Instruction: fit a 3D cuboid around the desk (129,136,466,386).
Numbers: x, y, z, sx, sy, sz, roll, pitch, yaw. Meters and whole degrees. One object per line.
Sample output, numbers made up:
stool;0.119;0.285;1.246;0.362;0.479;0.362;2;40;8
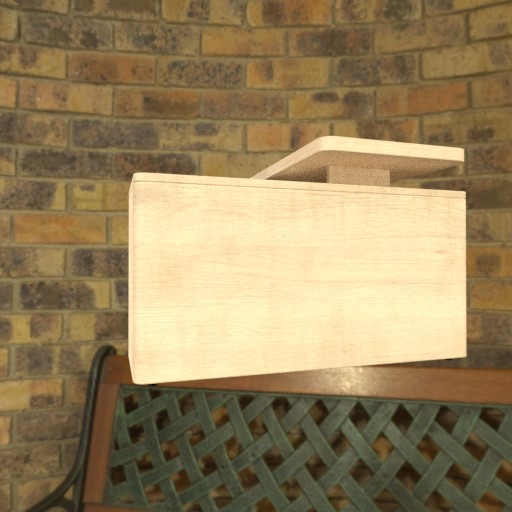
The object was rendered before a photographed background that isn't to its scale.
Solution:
desk;0.000;0.000;2.089;1.175;0.770;1.400;0;0;-18
